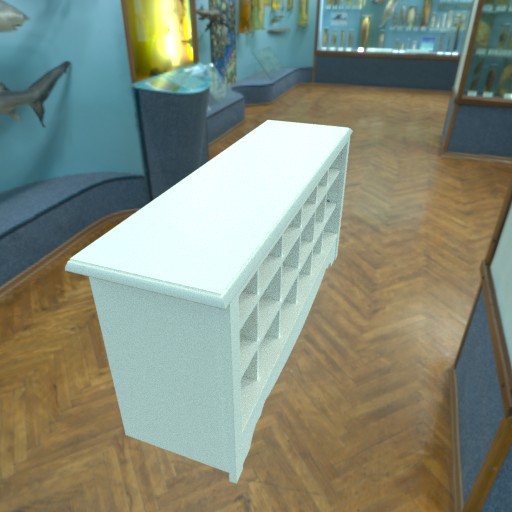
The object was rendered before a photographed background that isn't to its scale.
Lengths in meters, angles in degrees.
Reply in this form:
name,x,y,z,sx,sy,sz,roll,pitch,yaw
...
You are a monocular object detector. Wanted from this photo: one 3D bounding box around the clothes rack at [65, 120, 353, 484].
name,x,y,z,sx,sy,sz,roll,pitch,yaw
clothes rack,0.000,0.000,1.345,0.324,0.531,1.120,11,33,18
